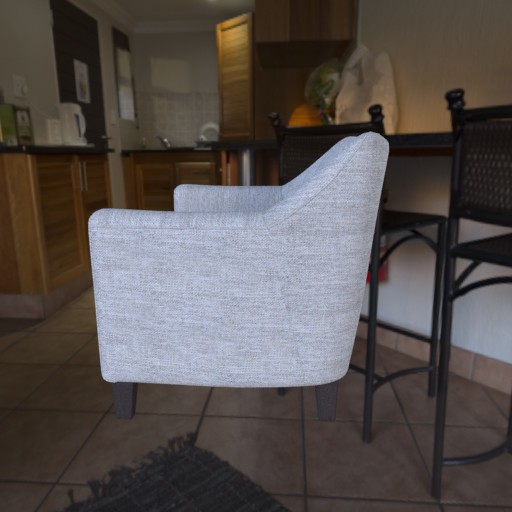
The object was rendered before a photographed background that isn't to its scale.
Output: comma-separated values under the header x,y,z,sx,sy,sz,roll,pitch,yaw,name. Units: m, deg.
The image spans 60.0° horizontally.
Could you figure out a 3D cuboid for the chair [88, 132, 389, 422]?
x,y,z,sx,sy,sz,roll,pitch,yaw,name
0.000,0.000,1.444,0.758,0.761,0.796,2,14,7,chair
